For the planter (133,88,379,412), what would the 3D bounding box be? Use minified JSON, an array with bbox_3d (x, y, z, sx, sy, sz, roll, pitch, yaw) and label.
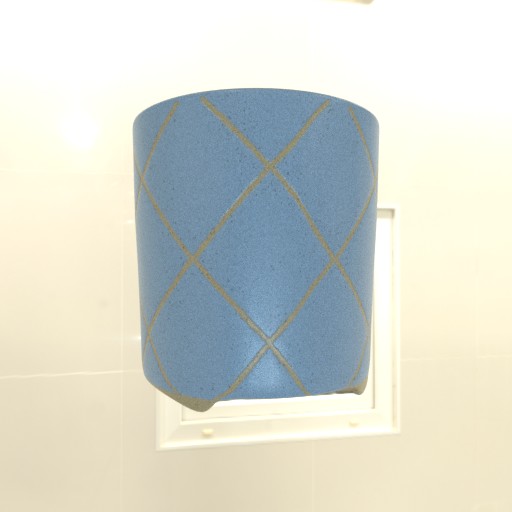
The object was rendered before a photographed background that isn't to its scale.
[{"bbox_3d":[0.000,0.000,0.422,0.227,0.235,0.227,0,-1,0],"label":"planter"}]
